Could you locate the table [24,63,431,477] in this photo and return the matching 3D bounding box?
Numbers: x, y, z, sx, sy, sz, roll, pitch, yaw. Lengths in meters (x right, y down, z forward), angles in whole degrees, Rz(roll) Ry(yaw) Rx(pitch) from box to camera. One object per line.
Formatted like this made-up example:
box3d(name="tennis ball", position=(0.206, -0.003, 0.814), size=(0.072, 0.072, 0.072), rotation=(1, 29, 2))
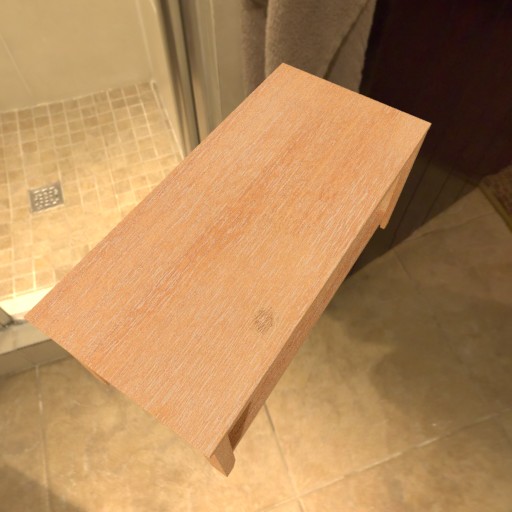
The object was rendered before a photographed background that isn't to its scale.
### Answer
box3d(name="table", position=(0.000, 0.000, 1.264), size=(0.483, 0.457, 1.016), rotation=(30, 63, 17))
